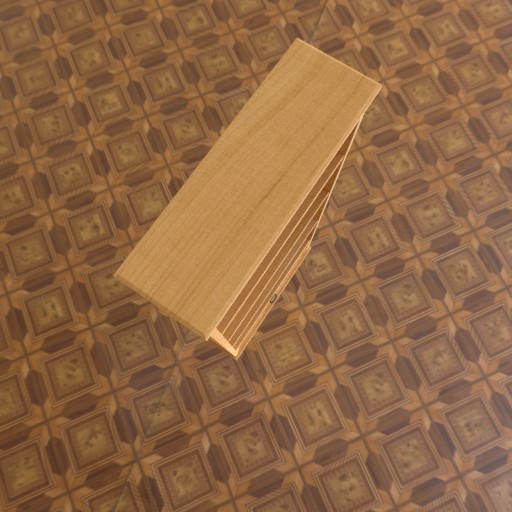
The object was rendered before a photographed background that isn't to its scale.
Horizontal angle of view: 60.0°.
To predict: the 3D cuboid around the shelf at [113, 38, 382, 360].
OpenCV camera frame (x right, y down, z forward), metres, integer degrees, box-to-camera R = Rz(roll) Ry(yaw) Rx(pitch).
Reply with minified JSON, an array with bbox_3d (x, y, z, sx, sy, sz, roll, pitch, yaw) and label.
[{"bbox_3d":[0.000,0.000,1.211,0.175,1.030,0.520,33,78,8],"label":"shelf"}]
